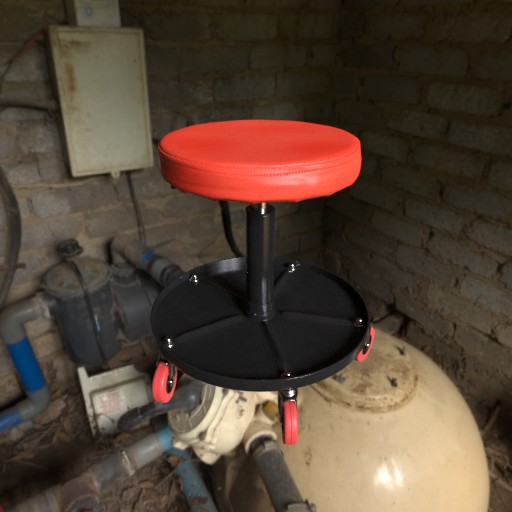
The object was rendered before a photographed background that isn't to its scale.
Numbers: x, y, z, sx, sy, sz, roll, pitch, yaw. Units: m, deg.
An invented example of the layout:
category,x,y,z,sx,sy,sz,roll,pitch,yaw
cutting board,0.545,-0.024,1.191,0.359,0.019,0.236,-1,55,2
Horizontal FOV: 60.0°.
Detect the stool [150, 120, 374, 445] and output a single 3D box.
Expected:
category,x,y,z,sx,sy,sz,roll,pitch,yaw
stool,0.000,0.000,0.684,0.382,0.365,0.381,9,29,16
